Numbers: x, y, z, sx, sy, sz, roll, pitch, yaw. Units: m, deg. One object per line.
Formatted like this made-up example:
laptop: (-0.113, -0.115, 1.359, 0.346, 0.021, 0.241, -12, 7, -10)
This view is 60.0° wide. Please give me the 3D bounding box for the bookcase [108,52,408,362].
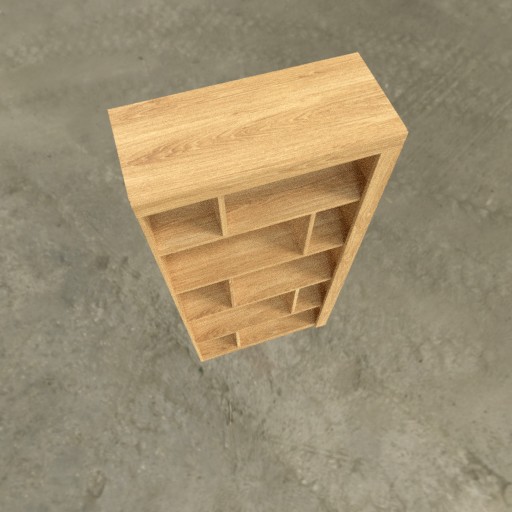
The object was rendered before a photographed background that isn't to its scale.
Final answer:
bookcase: (0.000, 0.000, 2.415, 0.950, 2.020, 0.420, -16, 64, -8)
